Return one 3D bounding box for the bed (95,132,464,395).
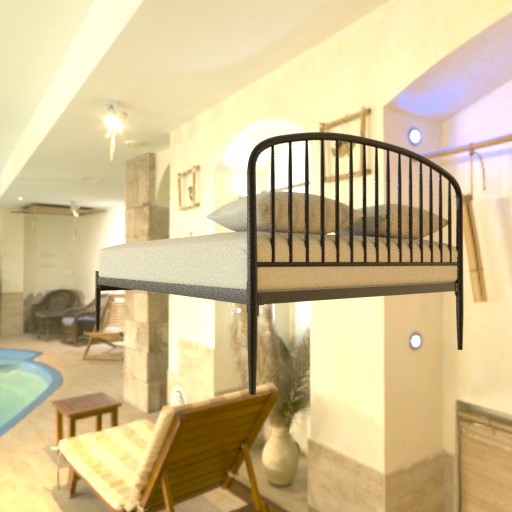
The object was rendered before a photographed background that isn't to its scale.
[{"bbox_3d":[0.000,0.000,3.135,1.618,1.166,2.159,1,-1,-36],"label":"bed"}]
